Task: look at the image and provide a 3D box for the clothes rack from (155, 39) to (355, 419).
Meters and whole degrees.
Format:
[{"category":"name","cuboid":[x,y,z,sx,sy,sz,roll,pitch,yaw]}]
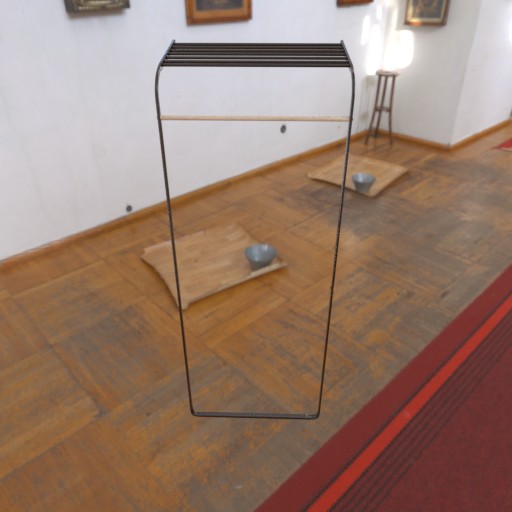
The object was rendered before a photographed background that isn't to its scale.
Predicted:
[{"category":"clothes rack","cuboid":[0.000,0.000,1.825,0.609,1.574,0.349,1,31,1]}]
